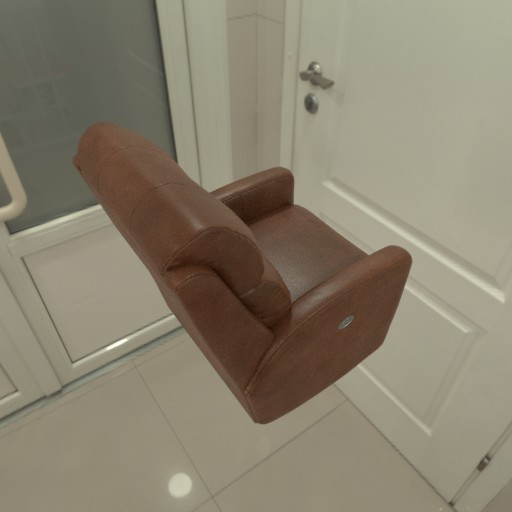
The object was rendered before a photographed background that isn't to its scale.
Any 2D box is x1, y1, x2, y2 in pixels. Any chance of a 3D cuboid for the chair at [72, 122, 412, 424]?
[{"bbox_3d":[0.000,0.000,1.651,0.939,1.016,0.787,-25,48,-25],"label":"chair"}]
